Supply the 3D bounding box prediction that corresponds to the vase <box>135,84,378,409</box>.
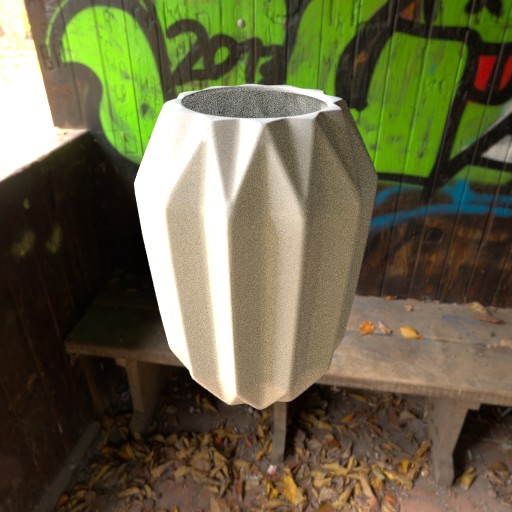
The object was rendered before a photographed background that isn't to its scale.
[{"bbox_3d":[0.000,0.000,0.404,0.195,0.275,0.195,0,31,0],"label":"vase"}]
